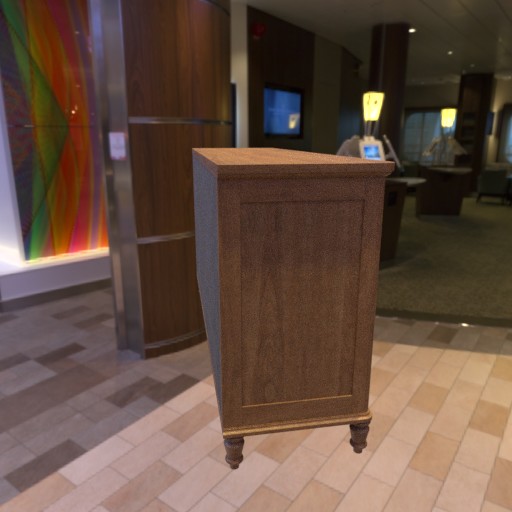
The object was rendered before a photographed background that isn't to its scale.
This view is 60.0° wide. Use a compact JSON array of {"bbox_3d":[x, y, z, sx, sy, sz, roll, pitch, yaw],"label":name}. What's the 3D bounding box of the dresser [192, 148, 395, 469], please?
[{"bbox_3d":[0.000,0.000,1.963,0.468,0.892,1.583,-3,15,-10],"label":"dresser"}]
